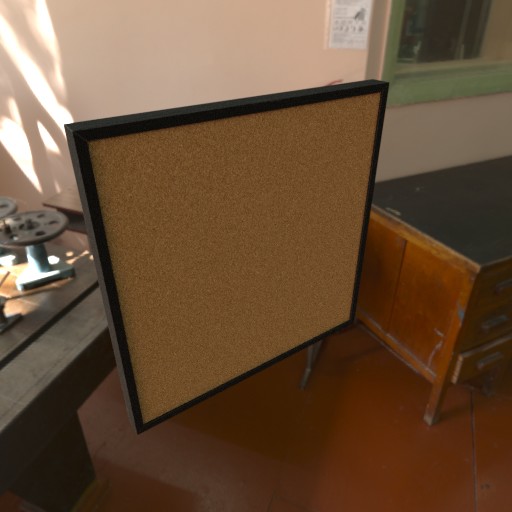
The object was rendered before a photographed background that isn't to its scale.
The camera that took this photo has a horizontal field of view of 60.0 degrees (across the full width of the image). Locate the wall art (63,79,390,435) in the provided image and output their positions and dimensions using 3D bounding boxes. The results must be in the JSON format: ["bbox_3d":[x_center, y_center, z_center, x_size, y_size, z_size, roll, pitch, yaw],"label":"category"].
[{"bbox_3d":[0.000,0.000,0.743,0.506,0.506,0.036,-20,36,-29],"label":"wall art"}]
